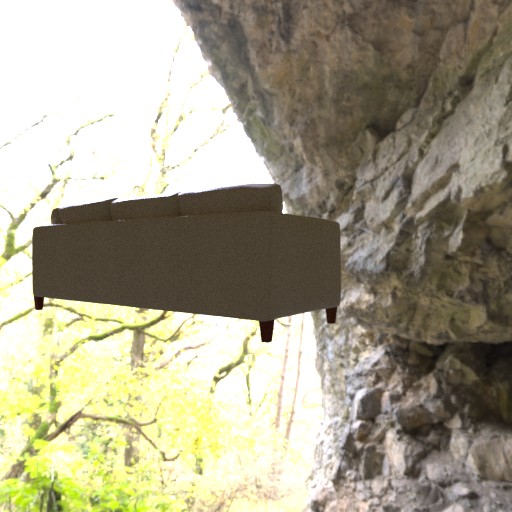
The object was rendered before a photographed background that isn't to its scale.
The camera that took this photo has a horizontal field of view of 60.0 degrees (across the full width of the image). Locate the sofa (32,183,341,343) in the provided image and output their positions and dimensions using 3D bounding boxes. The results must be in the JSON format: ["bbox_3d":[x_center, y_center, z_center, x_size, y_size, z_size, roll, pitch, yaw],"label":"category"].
[{"bbox_3d":[0.000,0.000,4.502,2.593,0.947,3.302,0,0,35],"label":"sofa"}]
